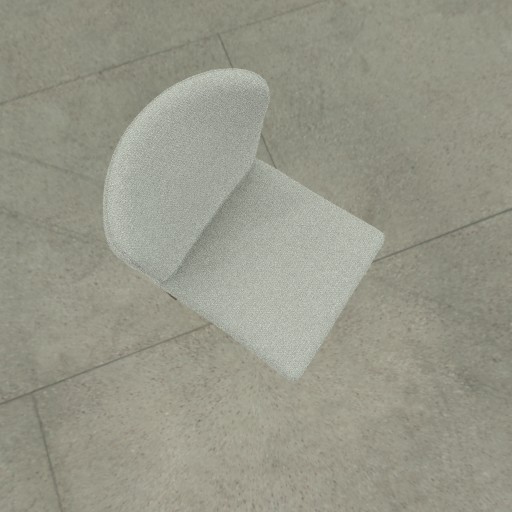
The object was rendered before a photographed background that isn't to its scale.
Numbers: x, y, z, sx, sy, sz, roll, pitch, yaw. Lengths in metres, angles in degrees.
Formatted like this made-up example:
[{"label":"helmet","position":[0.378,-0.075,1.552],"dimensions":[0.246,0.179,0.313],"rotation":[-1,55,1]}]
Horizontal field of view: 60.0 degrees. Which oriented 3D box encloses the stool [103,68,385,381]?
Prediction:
[{"label":"stool","position":[0.000,0.000,1.283],"dimensions":[0.568,0.969,0.481],"rotation":[33,78,8]}]
